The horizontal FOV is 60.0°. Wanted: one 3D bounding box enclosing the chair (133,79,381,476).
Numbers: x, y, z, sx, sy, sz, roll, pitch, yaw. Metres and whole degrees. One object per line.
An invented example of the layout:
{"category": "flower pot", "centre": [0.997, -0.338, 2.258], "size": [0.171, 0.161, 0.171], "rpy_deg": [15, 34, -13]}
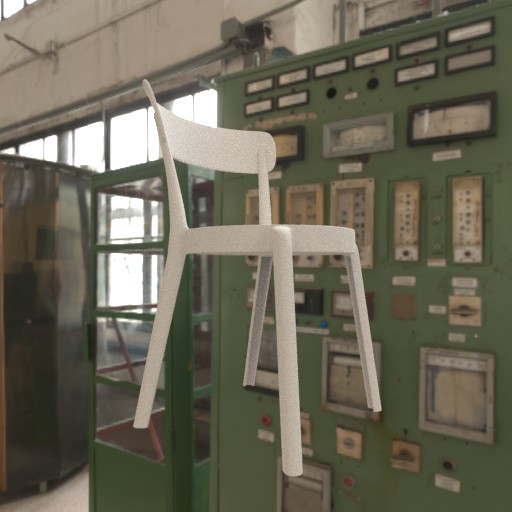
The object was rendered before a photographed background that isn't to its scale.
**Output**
{"category": "chair", "centre": [0.000, 0.000, 1.107], "size": [0.491, 0.790, 0.506], "rpy_deg": [-1, -1, 35]}
